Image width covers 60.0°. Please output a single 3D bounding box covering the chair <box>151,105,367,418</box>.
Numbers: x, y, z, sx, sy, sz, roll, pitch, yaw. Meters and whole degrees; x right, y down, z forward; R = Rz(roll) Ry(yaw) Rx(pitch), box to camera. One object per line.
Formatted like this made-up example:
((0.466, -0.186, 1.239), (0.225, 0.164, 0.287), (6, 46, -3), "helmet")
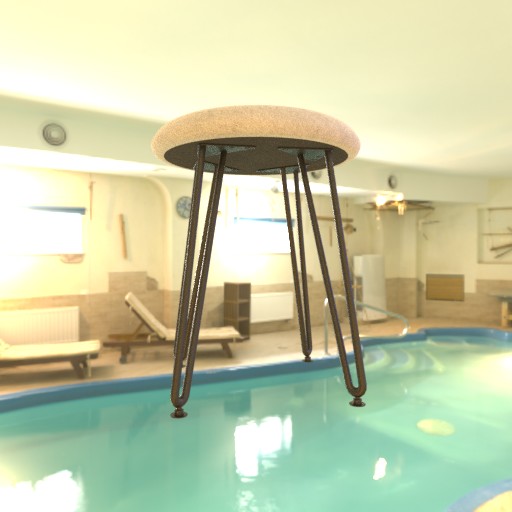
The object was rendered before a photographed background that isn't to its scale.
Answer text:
((0.000, 0.000, 0.672), (0.350, 0.386, 0.350), (1, 1, 35), "chair")
